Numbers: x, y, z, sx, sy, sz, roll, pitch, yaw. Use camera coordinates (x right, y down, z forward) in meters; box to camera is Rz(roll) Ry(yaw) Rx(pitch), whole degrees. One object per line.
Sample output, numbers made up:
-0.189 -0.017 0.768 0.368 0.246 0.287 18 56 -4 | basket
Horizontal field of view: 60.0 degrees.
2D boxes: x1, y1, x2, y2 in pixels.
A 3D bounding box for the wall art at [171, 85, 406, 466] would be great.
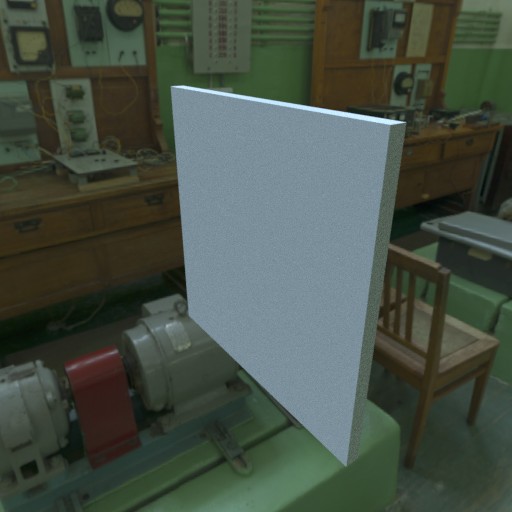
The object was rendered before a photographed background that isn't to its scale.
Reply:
0.000 0.000 0.833 0.028 0.559 0.559 -18 31 -32 | wall art
